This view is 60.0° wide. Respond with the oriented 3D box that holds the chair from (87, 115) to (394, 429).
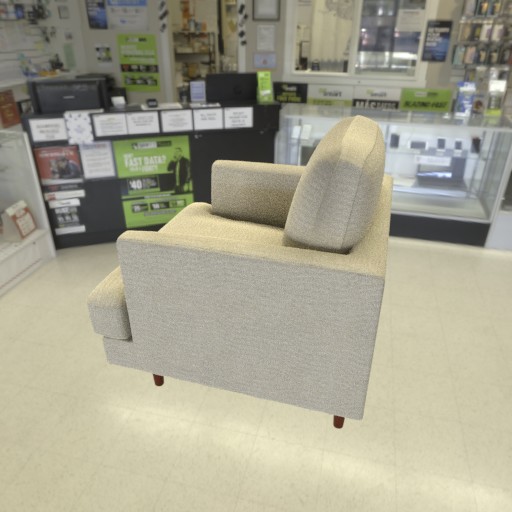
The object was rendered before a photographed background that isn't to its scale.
[{"bbox_3d":[0.000,0.000,1.630,0.899,0.957,0.858,8,30,15],"label":"chair"}]
